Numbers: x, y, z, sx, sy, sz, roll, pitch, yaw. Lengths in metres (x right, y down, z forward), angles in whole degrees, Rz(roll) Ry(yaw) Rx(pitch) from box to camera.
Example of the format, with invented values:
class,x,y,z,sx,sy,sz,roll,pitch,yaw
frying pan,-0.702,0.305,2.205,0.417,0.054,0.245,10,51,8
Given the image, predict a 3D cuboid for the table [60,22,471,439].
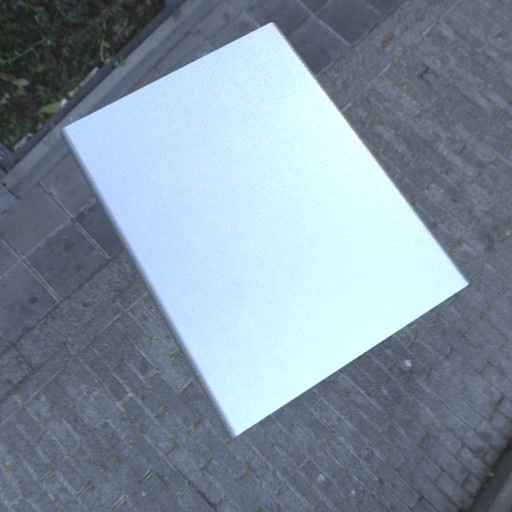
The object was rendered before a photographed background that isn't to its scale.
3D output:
class,x,y,z,sx,sy,sz,roll,pitch,yaw
table,0.000,0.000,1.375,0.584,0.876,0.762,-31,77,-8
